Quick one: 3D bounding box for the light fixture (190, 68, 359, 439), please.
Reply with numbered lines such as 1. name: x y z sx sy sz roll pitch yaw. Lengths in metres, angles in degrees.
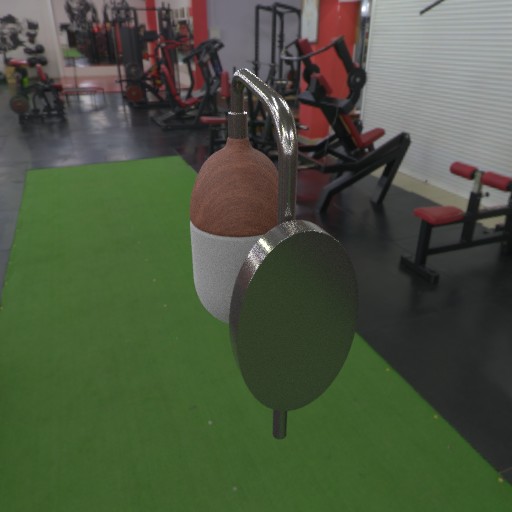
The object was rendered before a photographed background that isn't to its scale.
1. light fixture: 0.000 0.000 0.444 0.108 0.343 0.216 -9 28 -17
